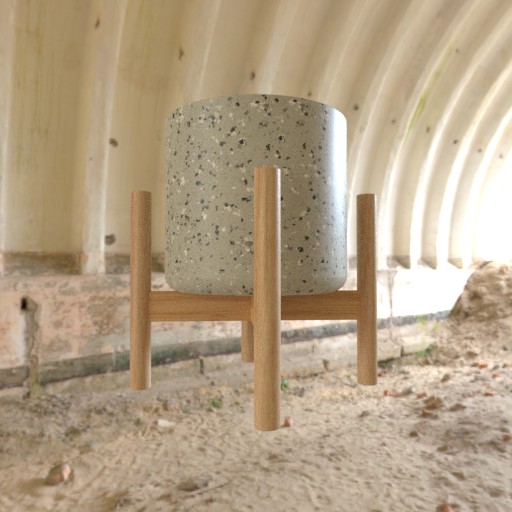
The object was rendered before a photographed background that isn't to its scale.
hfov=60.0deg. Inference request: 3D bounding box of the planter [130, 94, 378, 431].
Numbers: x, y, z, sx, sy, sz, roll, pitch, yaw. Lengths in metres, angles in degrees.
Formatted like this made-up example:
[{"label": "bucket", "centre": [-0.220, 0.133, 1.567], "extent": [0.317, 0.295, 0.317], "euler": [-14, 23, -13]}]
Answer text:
[{"label": "planter", "centre": [0.000, 0.000, 0.551], "extent": [0.284, 0.320, 0.284], "euler": [0, -1, 18]}]
